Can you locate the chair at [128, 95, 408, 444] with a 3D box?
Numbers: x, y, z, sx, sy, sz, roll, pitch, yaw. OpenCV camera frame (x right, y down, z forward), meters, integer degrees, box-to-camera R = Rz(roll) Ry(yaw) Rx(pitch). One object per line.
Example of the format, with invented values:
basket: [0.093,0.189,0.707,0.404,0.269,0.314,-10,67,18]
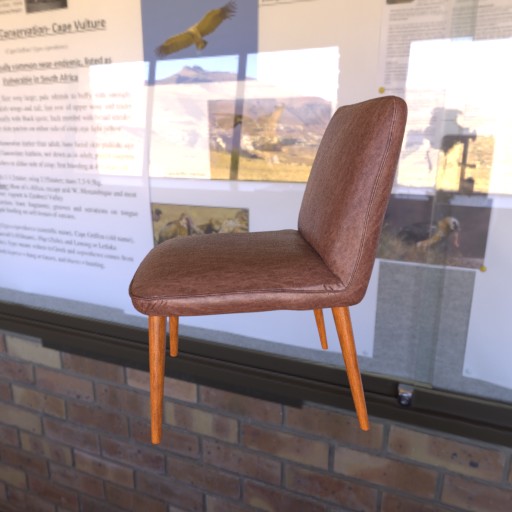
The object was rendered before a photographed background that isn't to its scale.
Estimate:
chair: [0.000,0.000,1.214,0.645,0.803,0.543,-2,15,-9]
